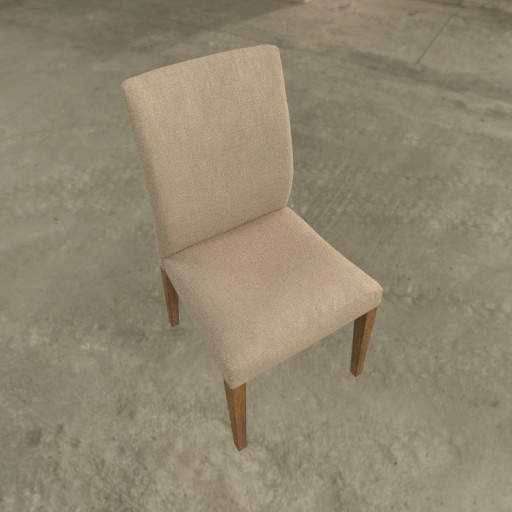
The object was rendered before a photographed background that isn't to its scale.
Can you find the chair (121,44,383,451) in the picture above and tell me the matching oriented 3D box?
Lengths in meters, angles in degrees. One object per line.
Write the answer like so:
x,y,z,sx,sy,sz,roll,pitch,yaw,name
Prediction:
0.000,0.000,1.276,0.496,0.940,0.585,-25,51,-22,chair
